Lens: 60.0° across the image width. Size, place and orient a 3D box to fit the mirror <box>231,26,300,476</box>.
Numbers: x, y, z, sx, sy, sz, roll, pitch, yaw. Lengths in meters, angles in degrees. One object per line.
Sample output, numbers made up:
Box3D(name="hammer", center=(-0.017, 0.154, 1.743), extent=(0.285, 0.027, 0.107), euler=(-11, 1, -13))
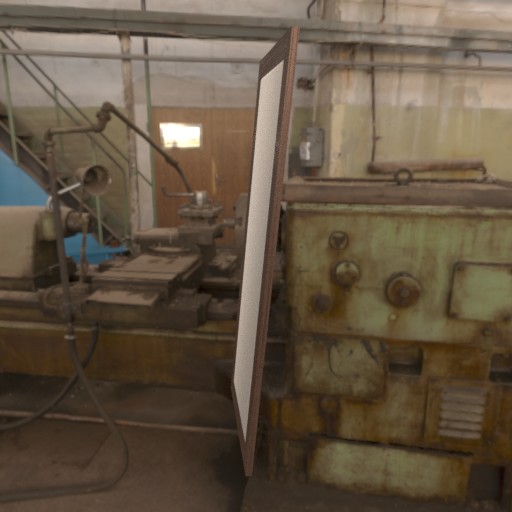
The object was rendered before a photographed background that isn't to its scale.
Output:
Box3D(name="mirror", center=(0.000, 0.000, 2.325), extent=(0.221, 2.020, 0.812), euler=(-2, 15, -8))
